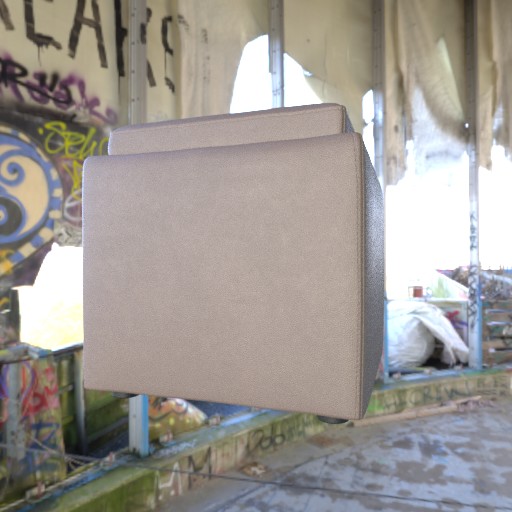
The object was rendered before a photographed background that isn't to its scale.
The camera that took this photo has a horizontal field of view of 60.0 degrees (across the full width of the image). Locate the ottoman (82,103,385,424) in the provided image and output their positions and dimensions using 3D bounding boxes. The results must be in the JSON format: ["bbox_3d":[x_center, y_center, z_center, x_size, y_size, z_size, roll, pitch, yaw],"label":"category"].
[{"bbox_3d":[0.000,0.000,0.837,0.451,0.460,0.450,0,-1,19],"label":"ottoman"}]
